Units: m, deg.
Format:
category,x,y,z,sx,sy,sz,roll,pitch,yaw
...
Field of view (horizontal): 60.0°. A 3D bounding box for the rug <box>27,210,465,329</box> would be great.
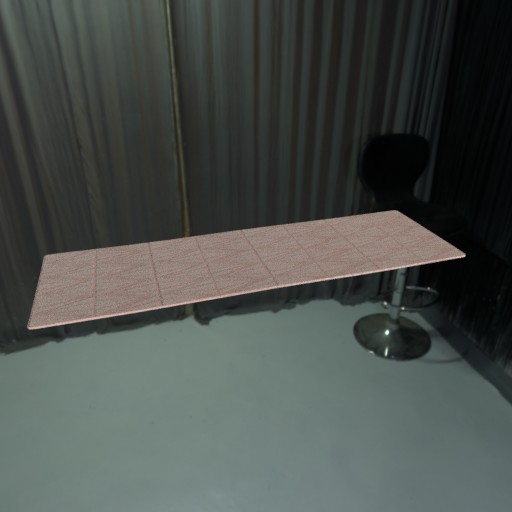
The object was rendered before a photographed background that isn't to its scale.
category,x,y,z,sx,sy,sz,roll,pitch,yaw
rug,0.000,0.000,2.666,2.435,0.015,0.760,-8,29,-15
